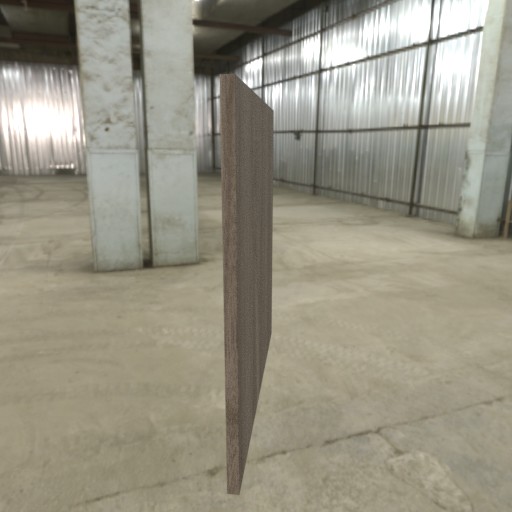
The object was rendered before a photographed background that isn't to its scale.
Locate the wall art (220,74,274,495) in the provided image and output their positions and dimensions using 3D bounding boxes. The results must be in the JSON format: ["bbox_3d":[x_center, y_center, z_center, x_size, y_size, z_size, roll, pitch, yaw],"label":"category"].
[{"bbox_3d":[0.000,0.000,0.754,0.016,0.507,0.508,2,14,6],"label":"wall art"}]
